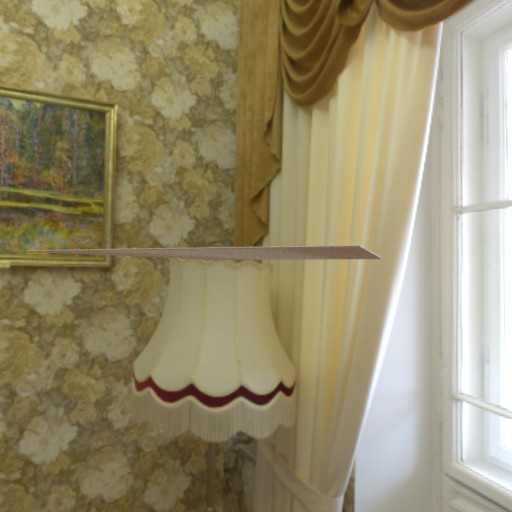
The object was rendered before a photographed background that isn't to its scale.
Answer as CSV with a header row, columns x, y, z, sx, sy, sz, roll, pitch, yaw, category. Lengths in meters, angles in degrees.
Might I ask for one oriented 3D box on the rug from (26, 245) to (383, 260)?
x,y,z,sx,sy,sz,roll,pitch,yaw,category
0.000,0.000,2.356,1.234,0.006,1.850,-1,-2,18,rug
